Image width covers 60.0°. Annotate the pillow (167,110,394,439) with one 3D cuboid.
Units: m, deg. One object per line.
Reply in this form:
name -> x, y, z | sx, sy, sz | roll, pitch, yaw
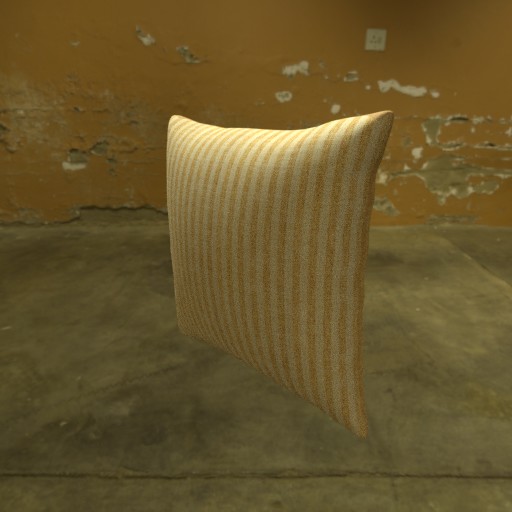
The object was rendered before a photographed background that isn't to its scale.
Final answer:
pillow -> 0.000, 0.000, 0.664 | 0.173, 0.407, 0.419 | -15, 23, -41
